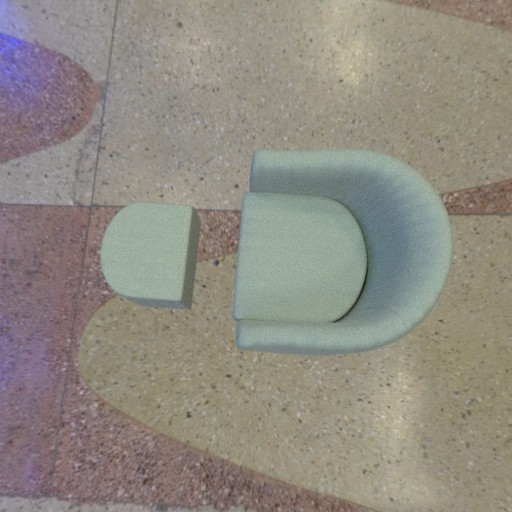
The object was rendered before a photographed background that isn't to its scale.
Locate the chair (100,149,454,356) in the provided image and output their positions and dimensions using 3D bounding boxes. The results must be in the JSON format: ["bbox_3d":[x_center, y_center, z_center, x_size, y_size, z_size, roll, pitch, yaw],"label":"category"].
[{"bbox_3d":[0.000,0.000,1.796,1.288,0.757,0.756,4,76,1],"label":"chair"}]
